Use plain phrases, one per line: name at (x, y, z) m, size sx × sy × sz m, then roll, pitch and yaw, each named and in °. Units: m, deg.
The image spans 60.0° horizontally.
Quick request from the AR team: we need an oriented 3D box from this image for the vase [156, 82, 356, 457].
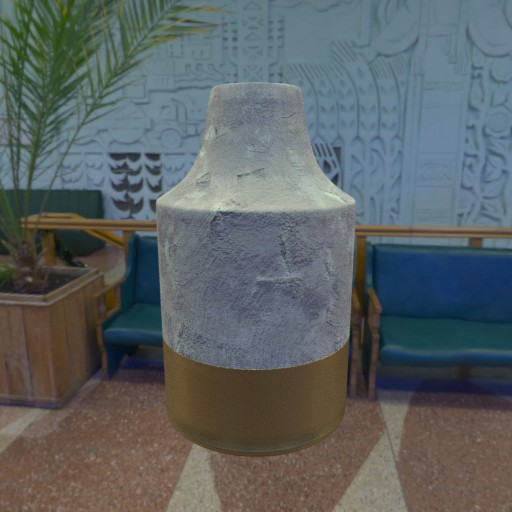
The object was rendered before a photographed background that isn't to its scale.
vase at (0.000, 0.000, 0.428) m, size 0.184 × 0.305 × 0.184 m, roll 0°, pitch 13°, yaw 0°
